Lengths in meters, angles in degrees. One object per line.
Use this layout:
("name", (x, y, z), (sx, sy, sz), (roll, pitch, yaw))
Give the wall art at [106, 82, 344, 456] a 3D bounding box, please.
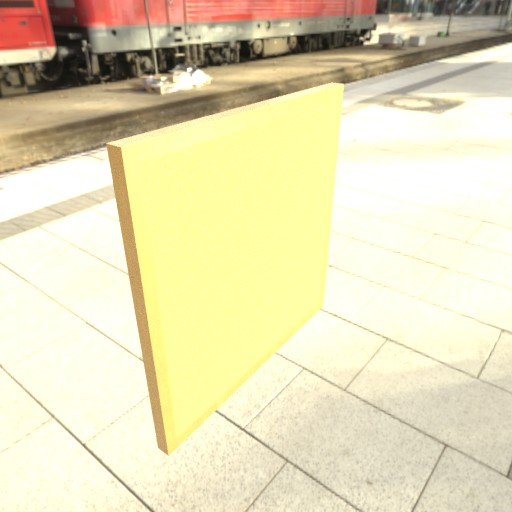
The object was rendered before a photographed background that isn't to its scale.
("wall art", (0.000, 0.000, 2.958), (0.097, 1.936, 1.935), (21, 36, 31))
